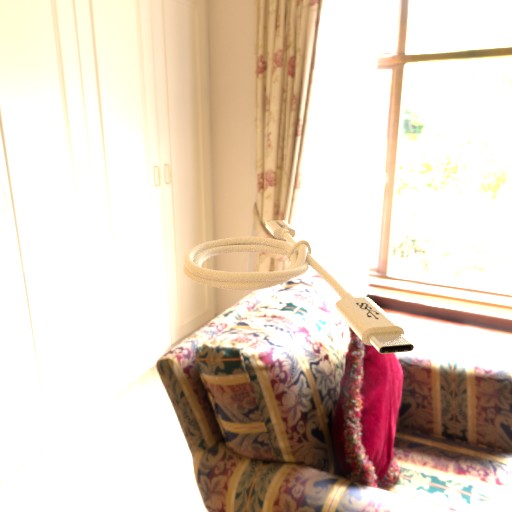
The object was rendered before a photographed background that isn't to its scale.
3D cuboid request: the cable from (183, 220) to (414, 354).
[{"bbox_3d":[0.000,0.000,0.214,0.070,0.014,0.186,-3,16,-9],"label":"cable"}]
